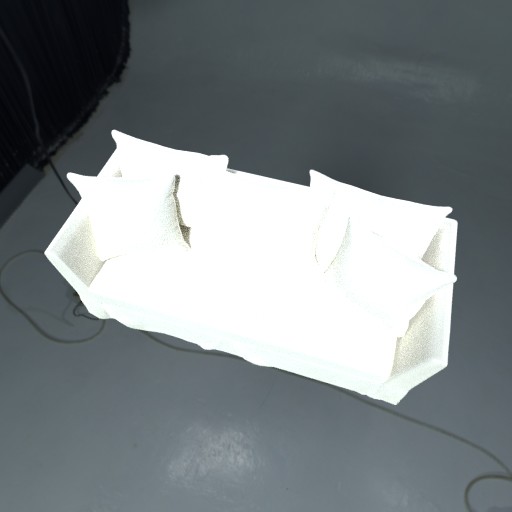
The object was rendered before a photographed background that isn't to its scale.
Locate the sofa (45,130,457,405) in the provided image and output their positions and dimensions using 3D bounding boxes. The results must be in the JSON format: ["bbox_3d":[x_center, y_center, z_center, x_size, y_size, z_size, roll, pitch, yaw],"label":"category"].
[{"bbox_3d":[0.000,0.000,2.819,2.290,1.034,1.031,14,57,9],"label":"sofa"}]
